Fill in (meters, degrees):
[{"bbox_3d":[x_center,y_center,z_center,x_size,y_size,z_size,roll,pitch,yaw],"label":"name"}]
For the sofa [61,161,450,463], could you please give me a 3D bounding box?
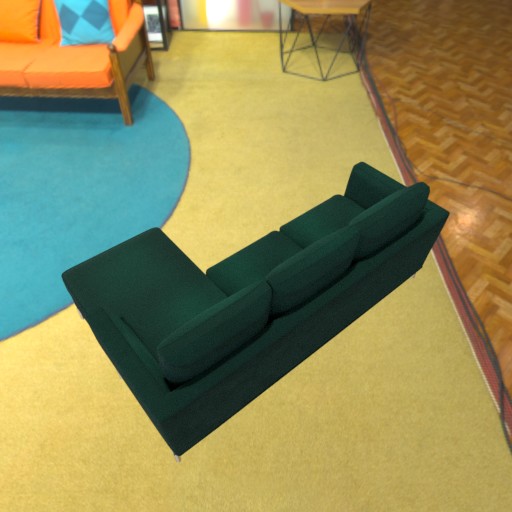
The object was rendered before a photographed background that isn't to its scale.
[{"bbox_3d":[0.000,0.000,3.232,2.441,1.007,1.489,-31,54,-26],"label":"sofa"}]
